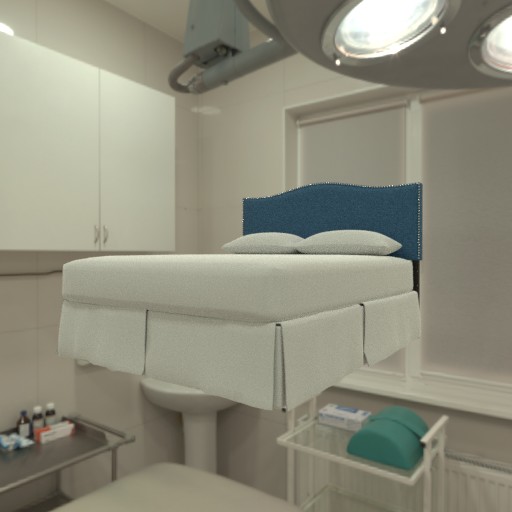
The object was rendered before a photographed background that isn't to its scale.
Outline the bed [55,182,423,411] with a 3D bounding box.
[{"bbox_3d":[0.000,0.000,2.856,1.610,1.169,1.872,0,1,36],"label":"bed"}]
